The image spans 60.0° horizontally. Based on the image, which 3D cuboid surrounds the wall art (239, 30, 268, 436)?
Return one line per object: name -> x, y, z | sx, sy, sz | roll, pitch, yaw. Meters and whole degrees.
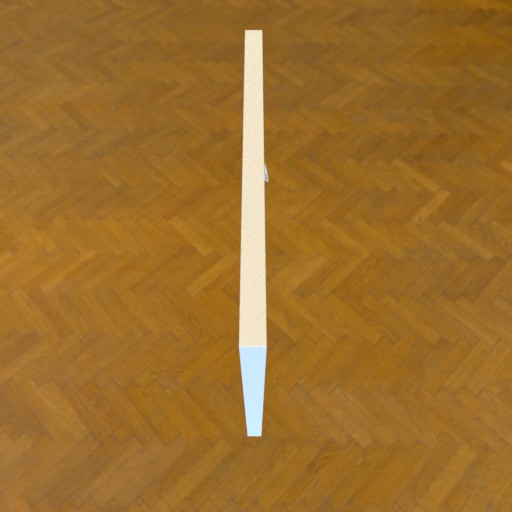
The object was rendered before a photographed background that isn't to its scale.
wall art -> 0.000, 0.000, 1.154 | 0.050, 0.762, 0.761 | 0, 59, 0
